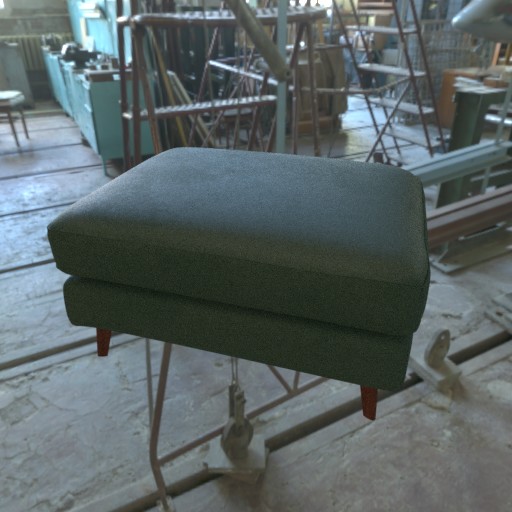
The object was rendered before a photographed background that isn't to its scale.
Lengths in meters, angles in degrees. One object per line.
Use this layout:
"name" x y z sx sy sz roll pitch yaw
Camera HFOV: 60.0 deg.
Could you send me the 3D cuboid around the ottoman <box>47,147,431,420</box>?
"ottoman" 0.000 0.000 1.164 0.811 0.449 0.608 9 31 15
